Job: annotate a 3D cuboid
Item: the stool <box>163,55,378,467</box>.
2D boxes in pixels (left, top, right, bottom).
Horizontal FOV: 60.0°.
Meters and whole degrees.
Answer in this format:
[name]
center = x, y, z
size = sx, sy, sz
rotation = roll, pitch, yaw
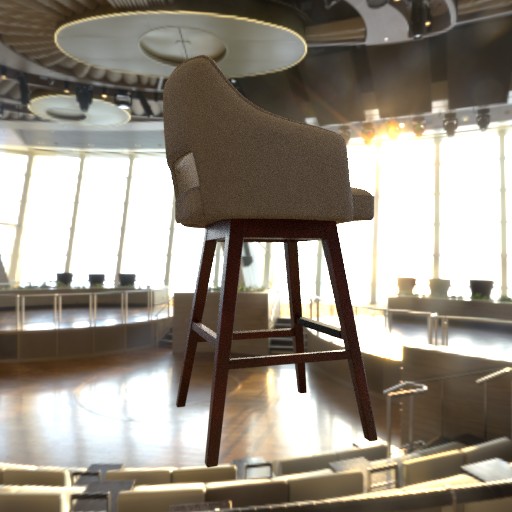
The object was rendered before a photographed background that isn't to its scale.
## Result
[stool]
center = 0.000, 0.000, 1.348
size = 0.558, 1.012, 0.548
rotation = 0, 0, -19
